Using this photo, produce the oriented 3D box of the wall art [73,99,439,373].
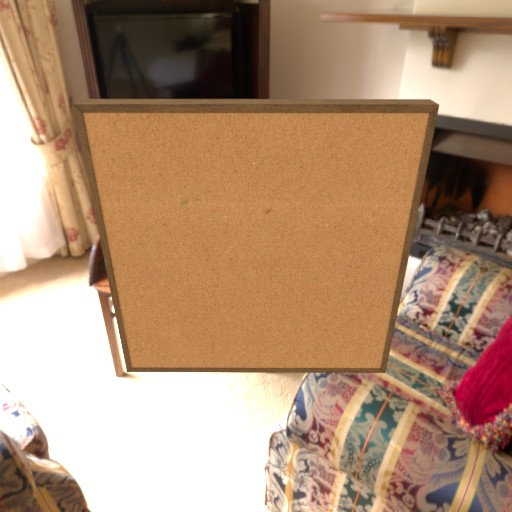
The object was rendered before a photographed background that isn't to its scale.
[{"bbox_3d":[0.000,0.000,0.759,0.508,0.508,0.038,0,30,0],"label":"wall art"}]
